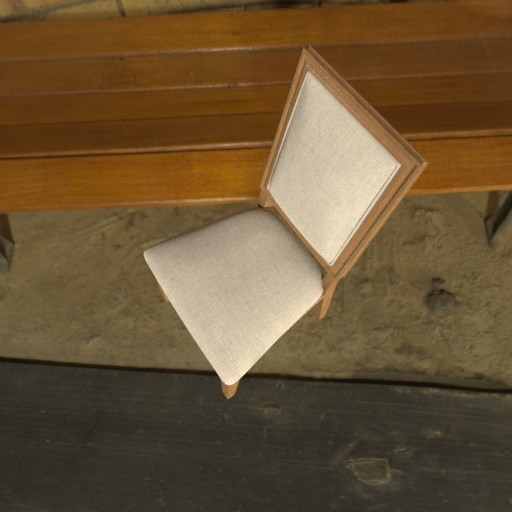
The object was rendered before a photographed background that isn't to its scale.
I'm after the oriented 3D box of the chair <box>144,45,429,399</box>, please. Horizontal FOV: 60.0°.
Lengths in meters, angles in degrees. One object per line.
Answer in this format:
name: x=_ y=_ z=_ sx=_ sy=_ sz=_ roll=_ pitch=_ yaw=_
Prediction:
chair: x=0.000 y=0.000 z=1.378 sx=0.601 sy=0.988 sz=0.536 roll=-32 pitch=70 yaw=-13
